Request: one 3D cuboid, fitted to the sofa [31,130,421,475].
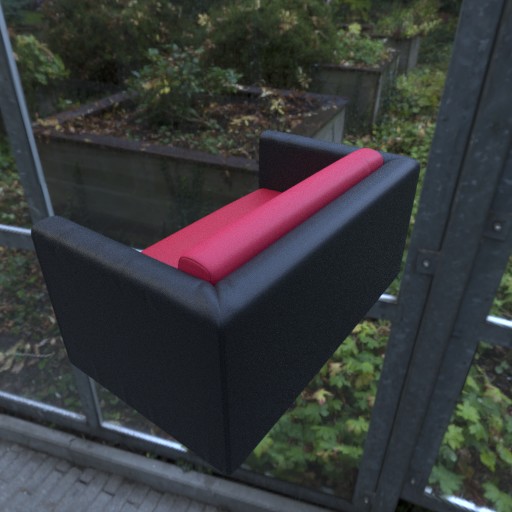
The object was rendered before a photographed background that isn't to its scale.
[{"bbox_3d":[0.000,0.000,1.891,0.845,0.735,1.410,21,38,30],"label":"sofa"}]
